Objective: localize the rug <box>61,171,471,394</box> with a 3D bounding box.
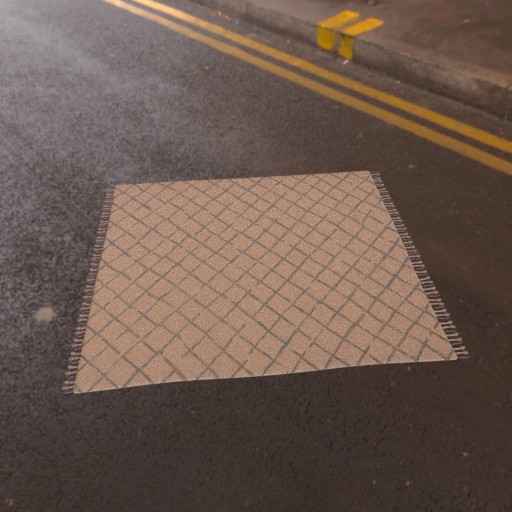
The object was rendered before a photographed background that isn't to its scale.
[{"bbox_3d":[0.000,0.000,4.816,3.585,0.036,2.892,-4,46,-4],"label":"rug"}]
